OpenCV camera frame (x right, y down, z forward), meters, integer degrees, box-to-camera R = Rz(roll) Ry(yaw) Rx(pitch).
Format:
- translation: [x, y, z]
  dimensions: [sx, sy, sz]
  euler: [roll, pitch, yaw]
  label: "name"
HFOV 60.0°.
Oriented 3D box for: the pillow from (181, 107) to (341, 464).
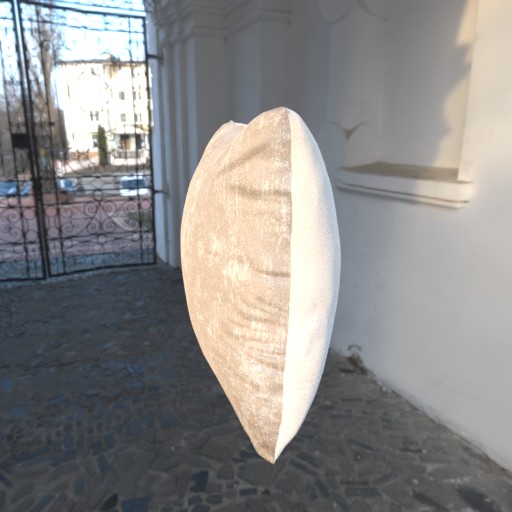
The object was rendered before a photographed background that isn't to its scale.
- translation: [0.000, 0.000, 0.736]
  dimensions: [0.245, 0.448, 0.450]
  euler: [-2, 16, -8]
  label: "pillow"
